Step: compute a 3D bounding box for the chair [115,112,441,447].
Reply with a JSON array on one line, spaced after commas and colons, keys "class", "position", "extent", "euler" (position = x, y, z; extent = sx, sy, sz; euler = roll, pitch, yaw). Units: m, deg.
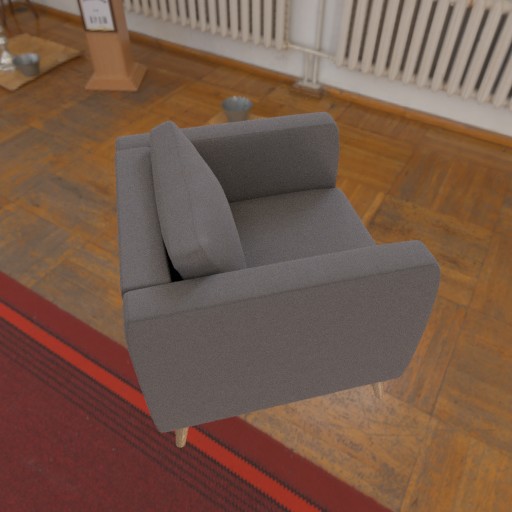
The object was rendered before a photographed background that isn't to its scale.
[{"class": "chair", "position": [0.000, 0.000, 1.710], "extent": [0.930, 0.860, 1.000], "euler": [-10, 47, -10]}]
